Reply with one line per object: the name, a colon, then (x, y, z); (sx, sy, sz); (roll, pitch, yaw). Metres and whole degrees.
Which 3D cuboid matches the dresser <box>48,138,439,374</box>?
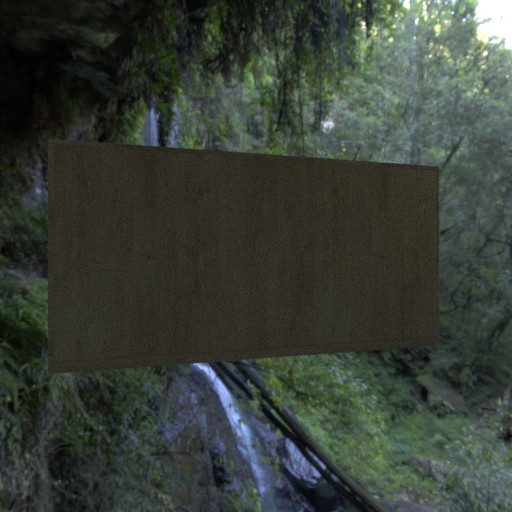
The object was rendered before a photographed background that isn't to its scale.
dresser: (0.000, 0.000, 1.913); (1.590, 0.795, 0.390); (0, 0, -18)
